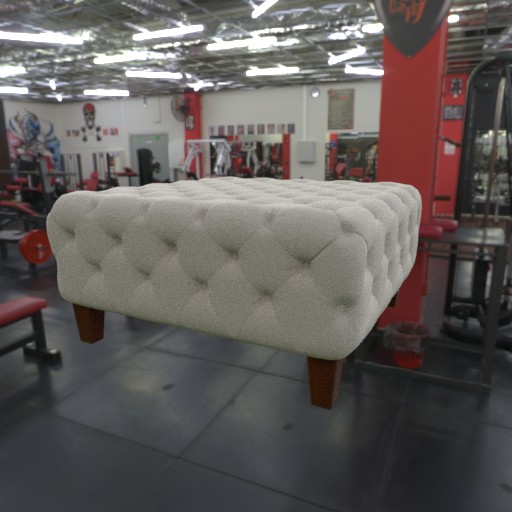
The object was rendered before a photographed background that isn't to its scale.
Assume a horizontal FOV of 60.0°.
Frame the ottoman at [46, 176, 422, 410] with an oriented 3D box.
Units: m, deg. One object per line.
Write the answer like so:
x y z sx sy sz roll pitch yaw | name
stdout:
0.000 0.000 1.207 0.753 0.376 0.755 7 15 27 | ottoman
